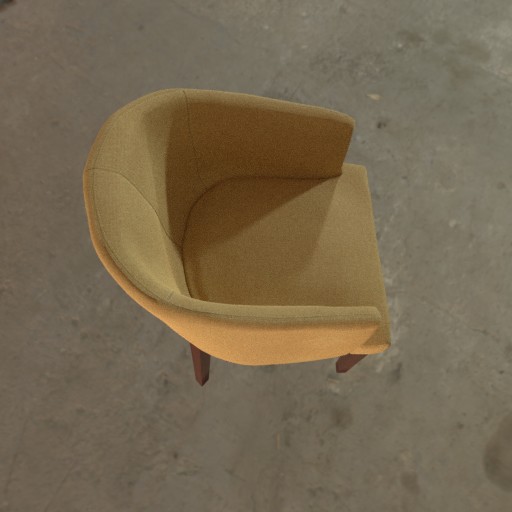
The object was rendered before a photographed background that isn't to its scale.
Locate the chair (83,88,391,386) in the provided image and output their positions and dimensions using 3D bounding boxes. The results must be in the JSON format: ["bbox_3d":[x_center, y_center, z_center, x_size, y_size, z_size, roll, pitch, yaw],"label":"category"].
[{"bbox_3d":[0.000,0.000,1.197,0.655,0.811,0.583,-1,65,0],"label":"chair"}]
